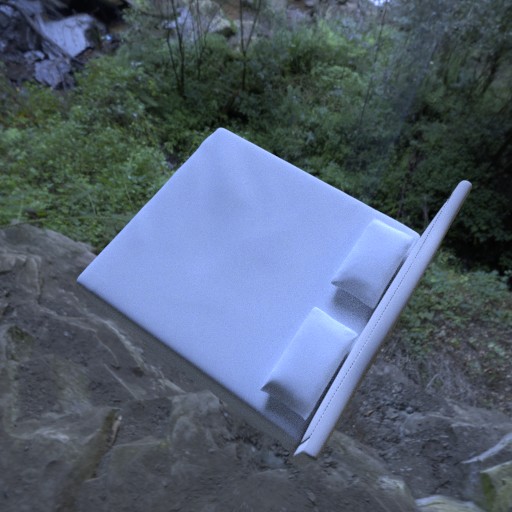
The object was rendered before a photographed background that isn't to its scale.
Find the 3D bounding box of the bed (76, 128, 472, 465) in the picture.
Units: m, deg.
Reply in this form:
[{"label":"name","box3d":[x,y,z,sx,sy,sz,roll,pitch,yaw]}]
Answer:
[{"label":"bed","box3d":[0.000,0.000,3.440,2.182,1.421,2.083,32,68,14]}]
